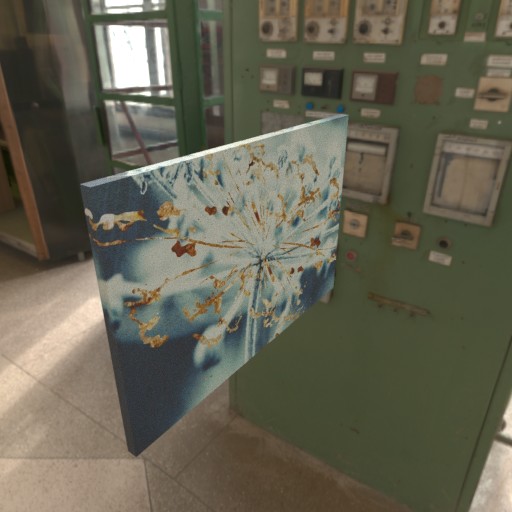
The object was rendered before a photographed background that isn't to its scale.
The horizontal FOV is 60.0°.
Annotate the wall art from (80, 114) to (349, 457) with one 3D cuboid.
[{"bbox_3d":[0.000,0.000,1.456,0.035,0.759,1.138,18,31,32],"label":"wall art"}]
